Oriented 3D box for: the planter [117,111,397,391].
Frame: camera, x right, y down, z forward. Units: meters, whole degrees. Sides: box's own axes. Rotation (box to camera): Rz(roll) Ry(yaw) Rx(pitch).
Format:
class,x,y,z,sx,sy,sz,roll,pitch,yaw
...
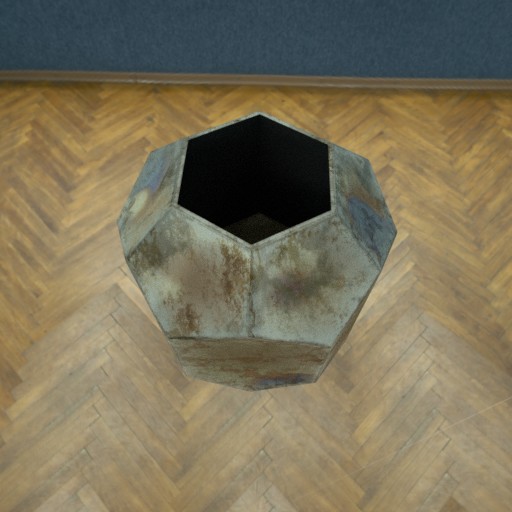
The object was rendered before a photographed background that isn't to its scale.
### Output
class,x,y,z,sx,sy,sz,roll,pitch,yaw
planter,0.000,0.000,0.427,0.243,0.238,0.221,2,59,1
